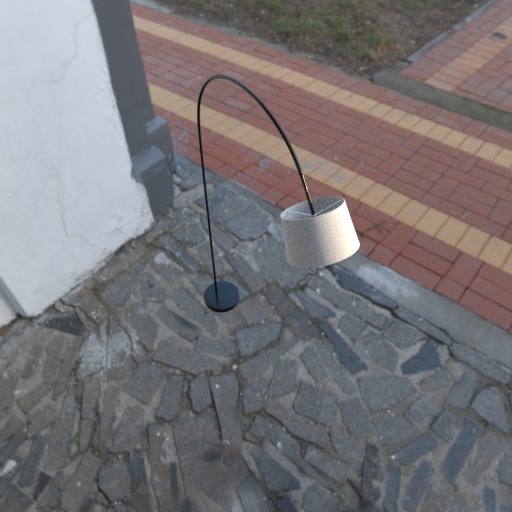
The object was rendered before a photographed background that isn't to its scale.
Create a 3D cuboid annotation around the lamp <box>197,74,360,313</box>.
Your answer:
[{"bbox_3d":[0.000,0.000,2.703,0.331,2.104,1.363,-27,54,-21],"label":"lamp"}]
